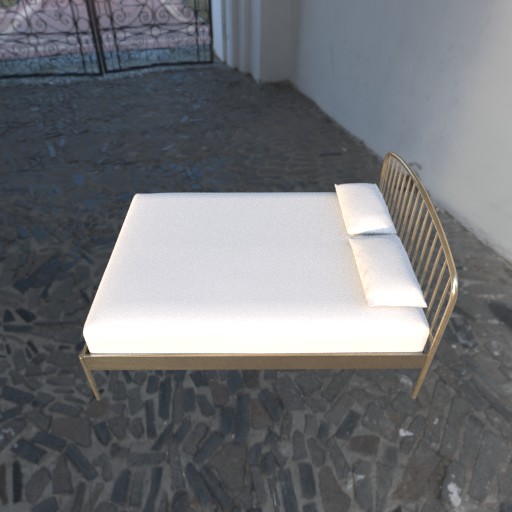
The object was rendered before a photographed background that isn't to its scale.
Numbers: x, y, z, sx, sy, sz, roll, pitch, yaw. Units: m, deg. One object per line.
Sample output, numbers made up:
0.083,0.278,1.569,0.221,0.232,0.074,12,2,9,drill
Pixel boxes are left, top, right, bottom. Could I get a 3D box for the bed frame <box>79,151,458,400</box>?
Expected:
0.000,0.000,3.211,2.152,1.175,1.612,0,40,0,bed frame
